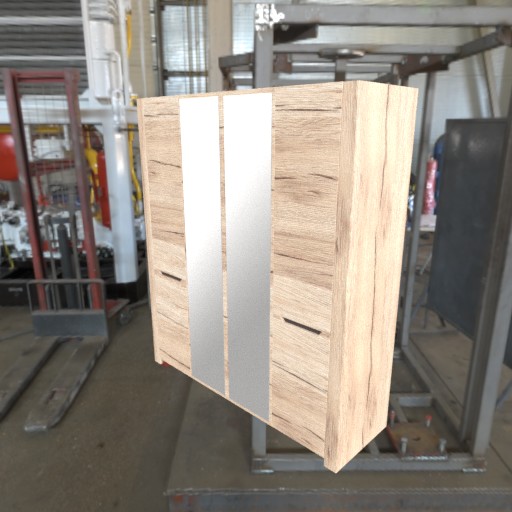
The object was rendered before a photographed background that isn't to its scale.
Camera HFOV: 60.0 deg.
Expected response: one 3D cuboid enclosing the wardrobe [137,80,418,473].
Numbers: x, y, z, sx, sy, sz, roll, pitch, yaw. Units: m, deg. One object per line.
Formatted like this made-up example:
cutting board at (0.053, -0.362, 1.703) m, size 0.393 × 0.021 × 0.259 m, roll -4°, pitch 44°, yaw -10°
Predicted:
wardrobe at (0.000, 0.000, 3.012) m, size 1.810 × 2.070 × 0.580 m, roll 15°, pitch 22°, yaw 42°
